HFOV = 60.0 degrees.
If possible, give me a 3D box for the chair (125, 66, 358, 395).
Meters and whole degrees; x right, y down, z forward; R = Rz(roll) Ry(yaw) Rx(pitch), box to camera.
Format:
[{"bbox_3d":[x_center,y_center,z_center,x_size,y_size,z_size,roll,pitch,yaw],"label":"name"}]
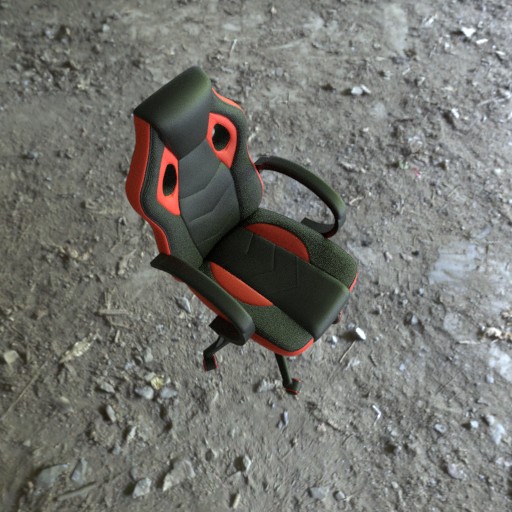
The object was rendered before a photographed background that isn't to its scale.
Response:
[{"bbox_3d":[0.000,0.000,1.427,0.642,1.016,0.600,34,64,19],"label":"chair"}]
